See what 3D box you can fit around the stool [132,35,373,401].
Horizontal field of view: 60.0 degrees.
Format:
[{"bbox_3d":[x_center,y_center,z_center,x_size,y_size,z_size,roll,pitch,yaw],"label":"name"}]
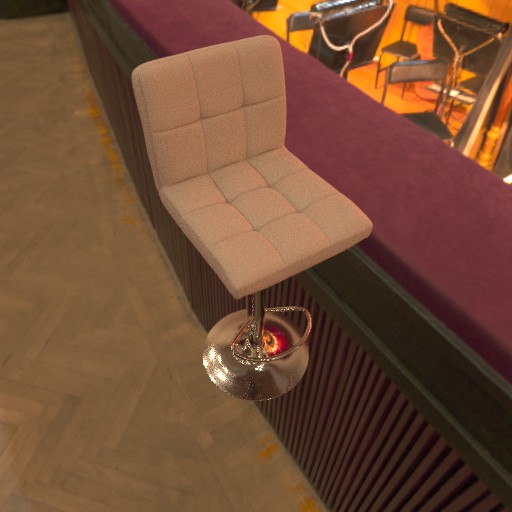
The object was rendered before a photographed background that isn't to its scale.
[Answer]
[{"bbox_3d":[0.000,0.000,1.382,0.430,1.115,0.505,-24,51,-21],"label":"stool"}]
